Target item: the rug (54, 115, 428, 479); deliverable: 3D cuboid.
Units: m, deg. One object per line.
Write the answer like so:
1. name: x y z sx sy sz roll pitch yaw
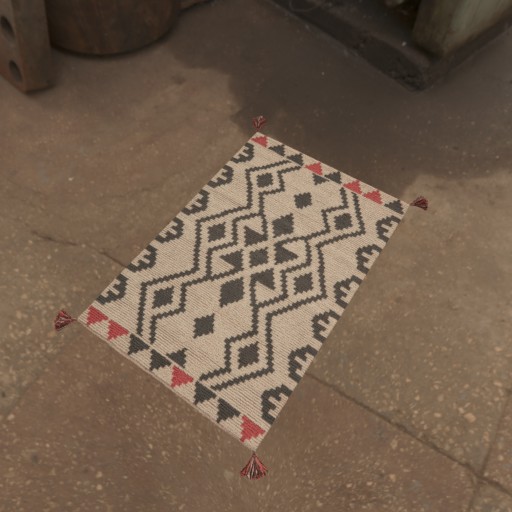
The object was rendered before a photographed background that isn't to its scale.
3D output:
1. rug: 0.000 0.000 2.702 1.444 0.067 2.069 30 63 17
